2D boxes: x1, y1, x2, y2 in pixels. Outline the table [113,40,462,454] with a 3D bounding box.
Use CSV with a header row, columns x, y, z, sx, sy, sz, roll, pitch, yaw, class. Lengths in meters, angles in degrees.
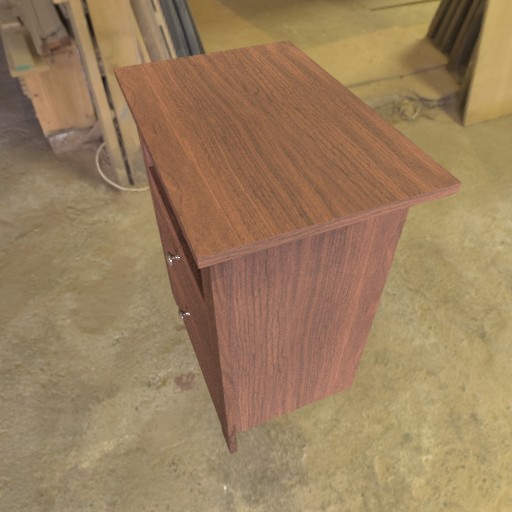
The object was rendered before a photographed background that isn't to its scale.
x,y,z,sx,sy,sz,roll,pitch,yaw,class
0.000,0.000,1.037,0.406,0.711,0.589,-16,48,-15,table
